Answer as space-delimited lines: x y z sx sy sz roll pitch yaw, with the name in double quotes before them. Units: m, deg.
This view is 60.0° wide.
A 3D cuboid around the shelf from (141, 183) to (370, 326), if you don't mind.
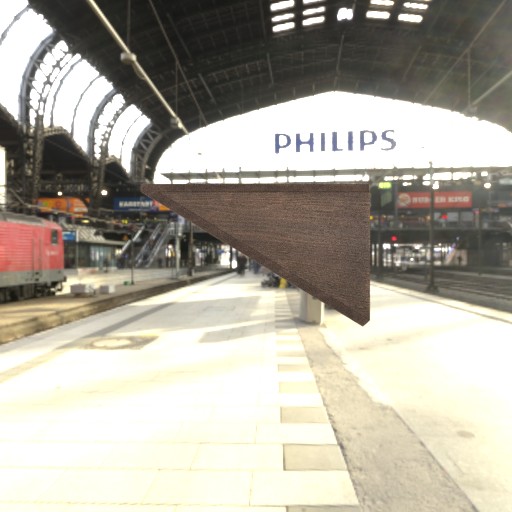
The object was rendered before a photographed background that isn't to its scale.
"shelf" 0.000 0.000 0.691 0.200 0.125 0.610 0 0 0
